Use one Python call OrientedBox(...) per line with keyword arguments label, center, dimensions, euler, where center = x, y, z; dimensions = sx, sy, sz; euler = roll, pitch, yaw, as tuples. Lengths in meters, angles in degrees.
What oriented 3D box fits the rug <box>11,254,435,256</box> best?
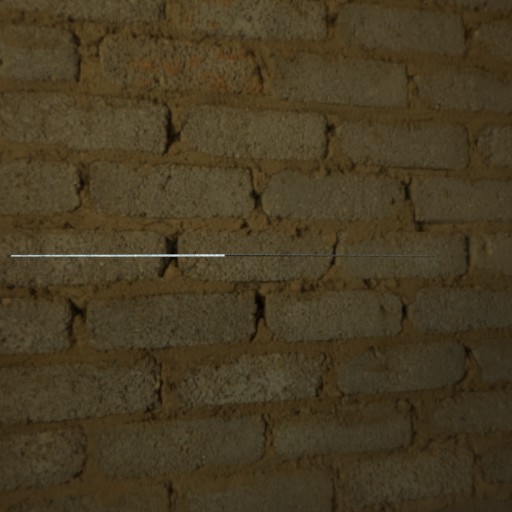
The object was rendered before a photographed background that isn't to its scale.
OrientedBox(label="rug", center=(0.000, 0.000, 2.794), dimensions=(1.522, 0.006, 2.286), euler=(0, 0, 38))
